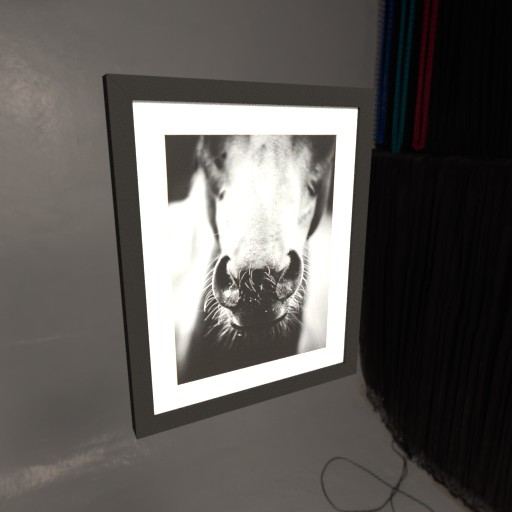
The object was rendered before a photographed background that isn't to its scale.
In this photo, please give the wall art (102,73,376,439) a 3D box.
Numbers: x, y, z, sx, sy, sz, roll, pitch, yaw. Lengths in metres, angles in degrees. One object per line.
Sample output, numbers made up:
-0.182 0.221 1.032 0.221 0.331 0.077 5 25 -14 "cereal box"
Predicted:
0.000 0.000 0.553 0.329 0.404 0.024 -8 17 -26 "wall art"
